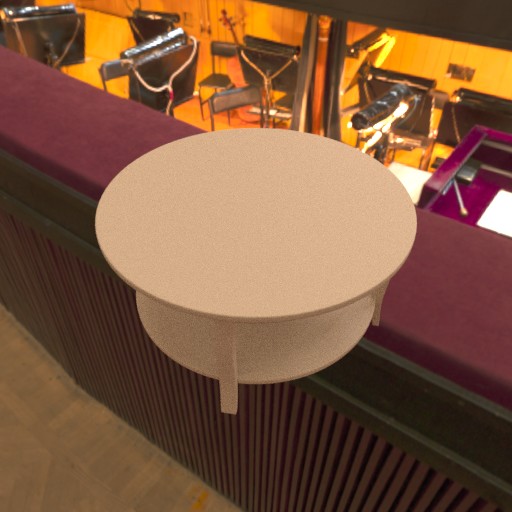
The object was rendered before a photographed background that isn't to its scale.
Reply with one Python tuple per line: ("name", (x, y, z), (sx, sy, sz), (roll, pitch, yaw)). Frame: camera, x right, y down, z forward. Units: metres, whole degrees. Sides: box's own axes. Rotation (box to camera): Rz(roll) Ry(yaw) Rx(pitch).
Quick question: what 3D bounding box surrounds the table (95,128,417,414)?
("table", (0.000, 0.000, 1.449), (0.910, 0.457, 0.910), (0, 42, 0))
